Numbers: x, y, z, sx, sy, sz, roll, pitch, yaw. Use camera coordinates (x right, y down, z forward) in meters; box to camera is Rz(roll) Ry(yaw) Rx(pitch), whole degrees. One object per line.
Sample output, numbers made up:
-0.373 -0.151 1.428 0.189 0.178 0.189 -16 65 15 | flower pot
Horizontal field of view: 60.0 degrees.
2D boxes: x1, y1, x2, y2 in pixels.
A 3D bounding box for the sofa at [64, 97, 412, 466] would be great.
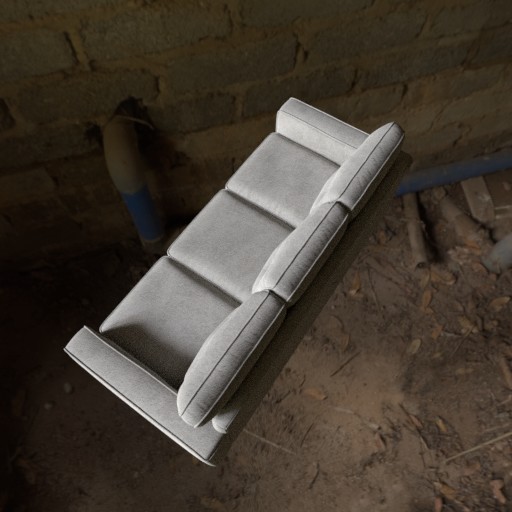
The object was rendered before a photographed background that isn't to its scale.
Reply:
0.000 0.000 2.638 0.939 0.965 2.133 32 67 15 | sofa
